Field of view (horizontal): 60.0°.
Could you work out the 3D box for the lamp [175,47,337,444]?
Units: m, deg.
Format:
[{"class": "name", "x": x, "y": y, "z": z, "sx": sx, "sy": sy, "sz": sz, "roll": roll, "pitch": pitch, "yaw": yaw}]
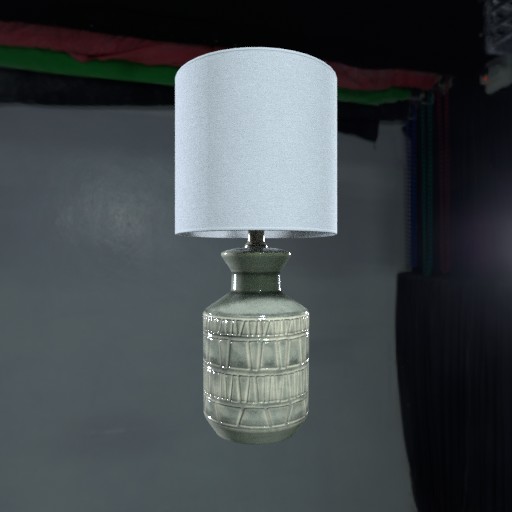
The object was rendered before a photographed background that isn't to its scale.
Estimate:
[{"class": "lamp", "x": 0.000, "y": 0.000, "z": 0.587, "sx": 0.211, "sy": 0.455, "sz": 0.211, "roll": 0, "pitch": 0, "yaw": -18}]
